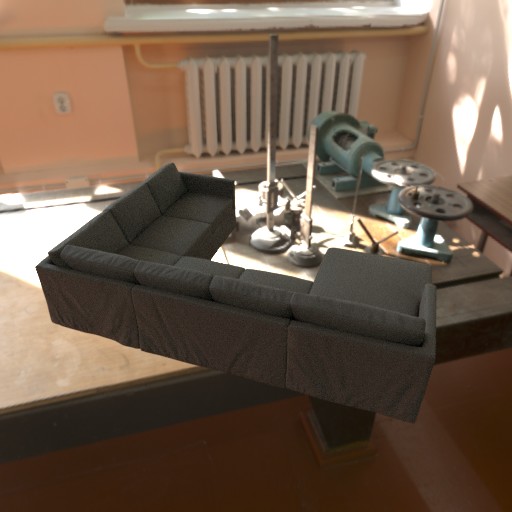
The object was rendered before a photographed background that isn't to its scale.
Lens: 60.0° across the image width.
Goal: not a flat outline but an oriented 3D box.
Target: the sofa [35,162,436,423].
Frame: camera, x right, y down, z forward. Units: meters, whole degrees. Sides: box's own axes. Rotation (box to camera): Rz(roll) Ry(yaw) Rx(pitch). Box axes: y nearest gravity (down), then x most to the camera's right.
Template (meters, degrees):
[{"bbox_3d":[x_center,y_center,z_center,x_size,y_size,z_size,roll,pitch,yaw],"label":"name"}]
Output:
[{"bbox_3d":[0.000,0.000,4.635,3.528,0.878,2.476,11,35,16],"label":"sofa"}]
